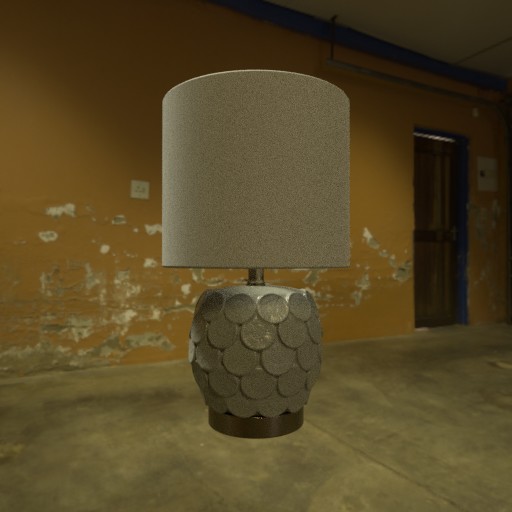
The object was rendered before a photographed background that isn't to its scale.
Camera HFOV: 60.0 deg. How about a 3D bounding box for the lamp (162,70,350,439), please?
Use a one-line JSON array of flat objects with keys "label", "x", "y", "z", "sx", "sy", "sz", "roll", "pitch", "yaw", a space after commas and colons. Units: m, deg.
[{"label": "lamp", "x": 0.000, "y": 0.000, "z": 0.613, "sx": 0.254, "sy": 0.452, "sz": 0.254, "roll": 0, "pitch": -1, "yaw": 0}]
